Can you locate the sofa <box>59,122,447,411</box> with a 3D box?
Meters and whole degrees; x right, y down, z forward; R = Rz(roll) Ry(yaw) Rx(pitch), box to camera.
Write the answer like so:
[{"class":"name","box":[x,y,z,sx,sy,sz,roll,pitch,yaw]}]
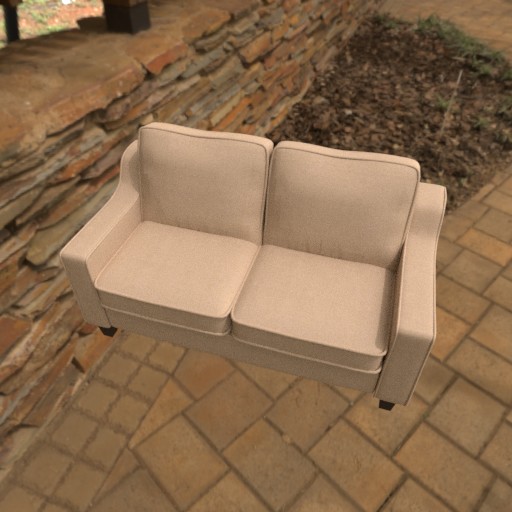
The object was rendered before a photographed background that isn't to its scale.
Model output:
[{"class":"sofa","box":[0.000,0.000,3.454,2.587,1.562,1.351,12,43,13]}]
